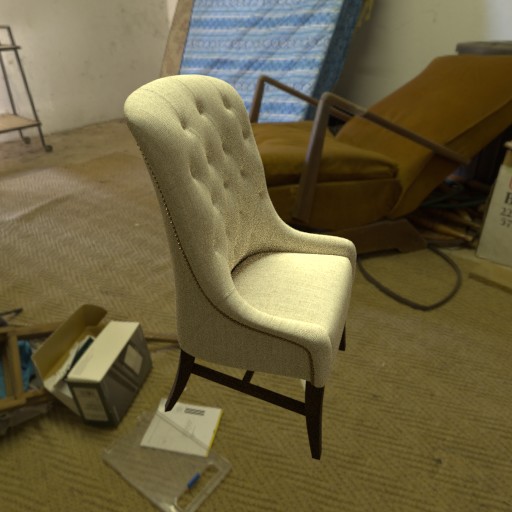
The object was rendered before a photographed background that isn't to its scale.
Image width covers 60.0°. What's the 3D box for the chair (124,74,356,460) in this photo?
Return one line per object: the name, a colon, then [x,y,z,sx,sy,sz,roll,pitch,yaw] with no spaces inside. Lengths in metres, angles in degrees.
chair: [0.000,0.000,1.478,0.629,1.091,0.634,9,31,16]
